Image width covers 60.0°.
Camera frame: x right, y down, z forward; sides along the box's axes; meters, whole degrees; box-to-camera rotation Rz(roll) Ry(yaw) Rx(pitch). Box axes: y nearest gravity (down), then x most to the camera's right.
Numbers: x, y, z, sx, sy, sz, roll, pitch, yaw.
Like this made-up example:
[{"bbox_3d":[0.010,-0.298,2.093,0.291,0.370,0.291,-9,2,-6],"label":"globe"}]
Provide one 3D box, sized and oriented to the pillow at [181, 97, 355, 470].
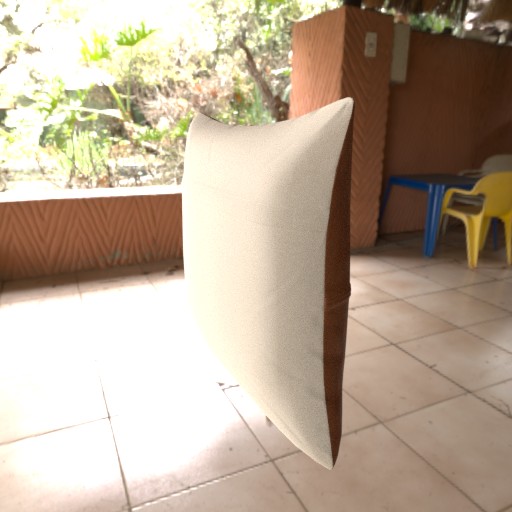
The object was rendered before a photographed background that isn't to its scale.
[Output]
[{"bbox_3d":[0.000,0.000,0.747,0.192,0.477,0.501,-8,18,-25],"label":"pillow"}]
